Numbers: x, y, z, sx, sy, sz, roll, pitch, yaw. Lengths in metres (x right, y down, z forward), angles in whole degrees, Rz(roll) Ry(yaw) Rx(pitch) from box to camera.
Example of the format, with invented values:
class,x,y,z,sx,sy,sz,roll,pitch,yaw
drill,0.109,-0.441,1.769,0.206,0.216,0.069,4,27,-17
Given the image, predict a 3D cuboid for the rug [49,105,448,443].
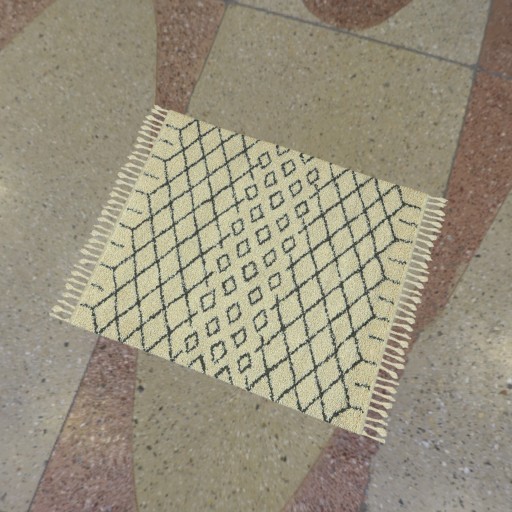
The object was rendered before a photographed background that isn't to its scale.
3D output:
class,x,y,z,sx,sy,sz,roll,pitch,yaw
rug,0.000,0.000,4.236,3.213,0.030,2.388,19,76,5
